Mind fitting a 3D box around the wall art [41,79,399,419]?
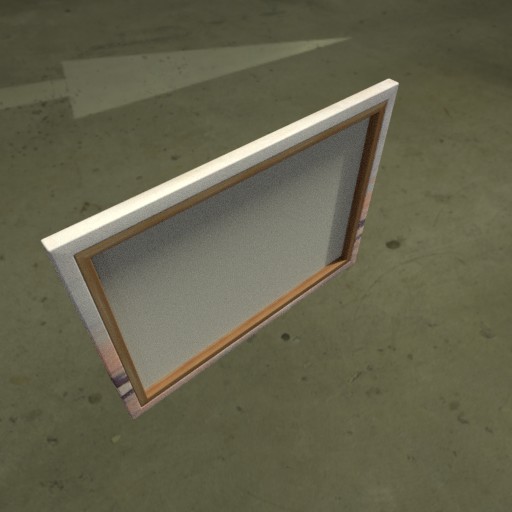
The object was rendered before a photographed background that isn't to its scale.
[{"bbox_3d":[0.000,0.000,1.314,1.015,0.763,0.038,-31,55,-26],"label":"wall art"}]
